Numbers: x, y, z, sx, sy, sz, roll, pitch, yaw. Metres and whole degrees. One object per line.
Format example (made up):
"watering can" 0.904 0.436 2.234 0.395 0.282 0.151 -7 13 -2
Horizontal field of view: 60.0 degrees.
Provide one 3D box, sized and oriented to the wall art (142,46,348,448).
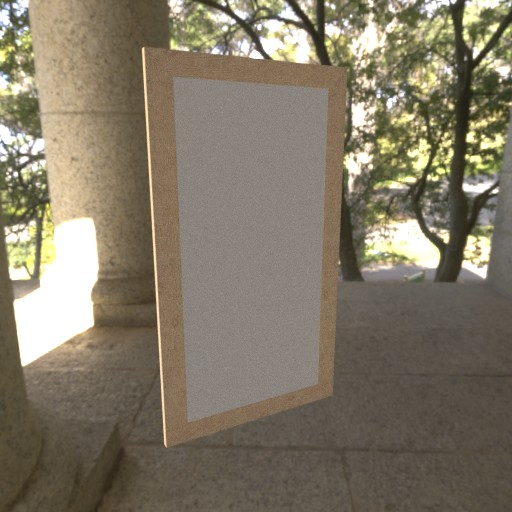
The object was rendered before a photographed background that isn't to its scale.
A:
"wall art" 0.000 0.000 0.828 0.381 0.683 0.013 -7 16 -27
